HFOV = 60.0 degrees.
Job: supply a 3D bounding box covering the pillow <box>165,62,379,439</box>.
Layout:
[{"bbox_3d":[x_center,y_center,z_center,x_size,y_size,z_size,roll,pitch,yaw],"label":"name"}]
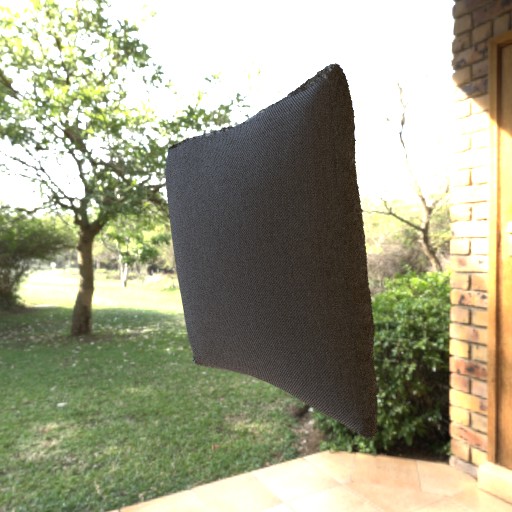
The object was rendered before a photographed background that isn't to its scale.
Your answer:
[{"bbox_3d":[0.000,0.000,0.818,0.218,0.515,0.529,0,1,-36],"label":"pillow"}]
